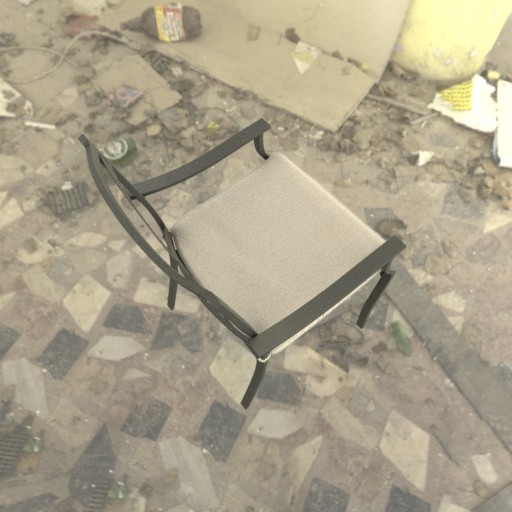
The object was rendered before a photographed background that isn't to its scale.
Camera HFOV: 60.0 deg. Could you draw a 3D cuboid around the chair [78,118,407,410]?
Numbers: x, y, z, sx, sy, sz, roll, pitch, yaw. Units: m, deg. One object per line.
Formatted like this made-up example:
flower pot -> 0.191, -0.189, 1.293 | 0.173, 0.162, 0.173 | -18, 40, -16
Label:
chair -> 0.000, 0.000, 1.278 | 0.620, 0.889, 0.575 | -34, 65, -18
